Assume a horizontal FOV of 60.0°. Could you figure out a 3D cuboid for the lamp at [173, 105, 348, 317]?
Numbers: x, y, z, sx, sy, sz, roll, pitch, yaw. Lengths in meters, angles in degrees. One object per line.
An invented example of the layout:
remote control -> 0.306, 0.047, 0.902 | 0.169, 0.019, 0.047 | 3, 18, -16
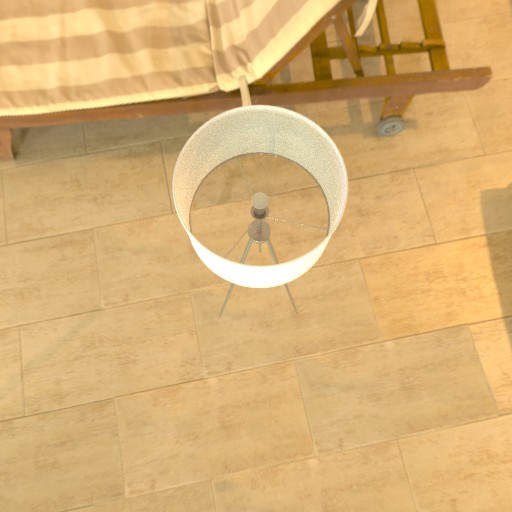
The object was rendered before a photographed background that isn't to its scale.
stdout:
lamp -> 0.000, 0.000, 1.780 | 0.448, 1.545, 0.458 | -5, 76, -1
